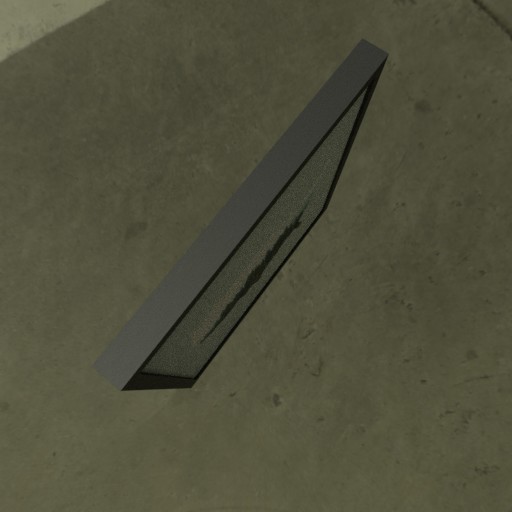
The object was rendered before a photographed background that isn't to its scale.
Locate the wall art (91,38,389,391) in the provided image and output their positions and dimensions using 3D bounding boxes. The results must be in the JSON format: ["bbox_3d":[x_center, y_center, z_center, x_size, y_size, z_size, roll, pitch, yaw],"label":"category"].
[{"bbox_3d":[0.000,0.000,0.750,0.040,0.509,0.509,36,77,10],"label":"wall art"}]
